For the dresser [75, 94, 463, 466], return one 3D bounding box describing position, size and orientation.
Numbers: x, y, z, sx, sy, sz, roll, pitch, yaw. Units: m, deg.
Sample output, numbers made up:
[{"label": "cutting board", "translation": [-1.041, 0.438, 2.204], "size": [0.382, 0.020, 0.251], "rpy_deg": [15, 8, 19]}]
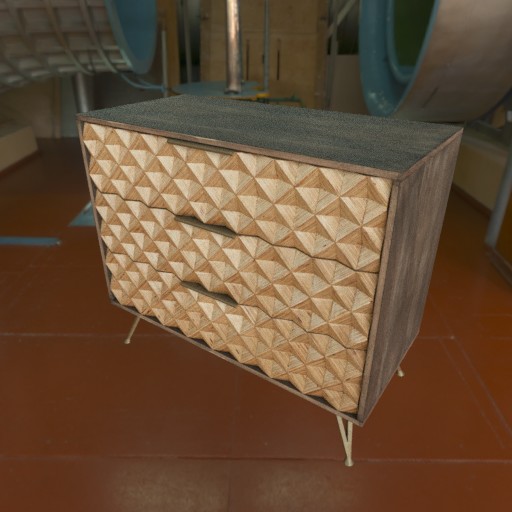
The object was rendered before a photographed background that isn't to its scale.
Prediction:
[{"label": "dresser", "translation": [0.000, 0.000, 1.343], "size": [0.923, 0.801, 0.453], "rpy_deg": [18, 33, 30]}]
